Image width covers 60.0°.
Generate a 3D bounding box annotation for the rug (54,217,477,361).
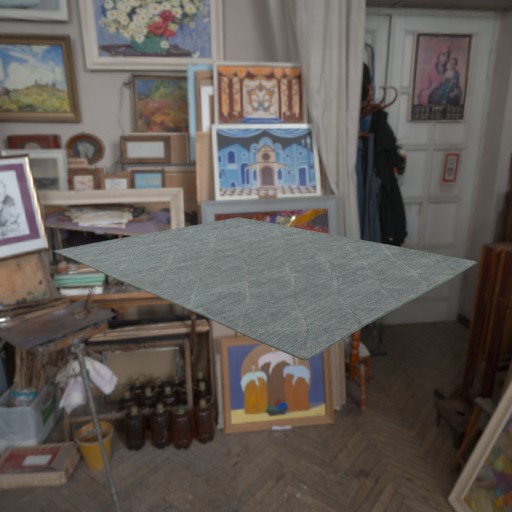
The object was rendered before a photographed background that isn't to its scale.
[{"bbox_3d":[0.000,0.000,4.025,3.048,0.013,2.438,15,21,42],"label":"rug"}]
